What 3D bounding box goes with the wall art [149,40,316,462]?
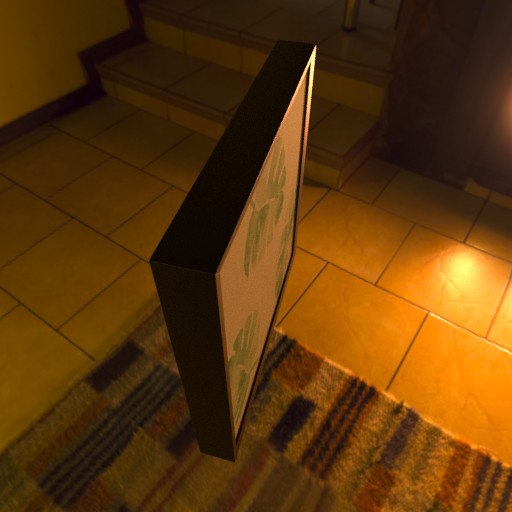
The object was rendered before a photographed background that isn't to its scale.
[{"bbox_3d":[0.000,0.000,0.449,0.038,0.304,0.304,11,49,10],"label":"wall art"}]
